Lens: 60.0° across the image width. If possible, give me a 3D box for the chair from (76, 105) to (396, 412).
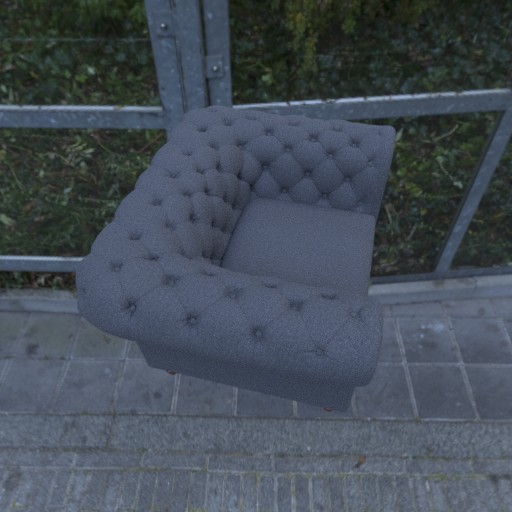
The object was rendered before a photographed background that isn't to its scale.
[{"bbox_3d":[0.000,0.000,1.894,0.976,0.770,1.270,10,48,10],"label":"chair"}]
